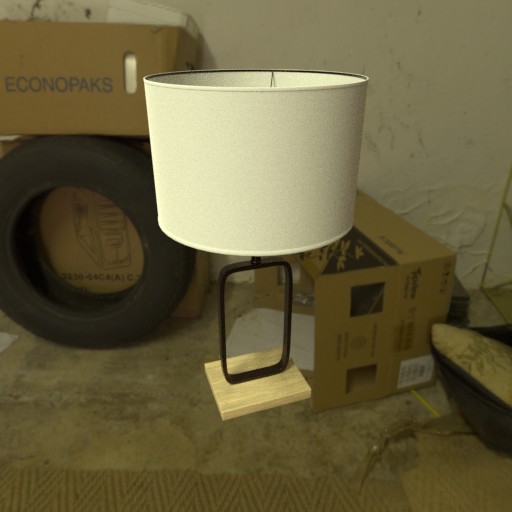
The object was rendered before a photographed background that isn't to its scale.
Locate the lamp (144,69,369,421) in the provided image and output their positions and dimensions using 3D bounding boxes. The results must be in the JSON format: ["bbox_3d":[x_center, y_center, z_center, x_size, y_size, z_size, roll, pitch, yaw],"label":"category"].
[{"bbox_3d":[0.000,0.000,0.674,0.279,0.508,0.279,-9,28,-17],"label":"lamp"}]
